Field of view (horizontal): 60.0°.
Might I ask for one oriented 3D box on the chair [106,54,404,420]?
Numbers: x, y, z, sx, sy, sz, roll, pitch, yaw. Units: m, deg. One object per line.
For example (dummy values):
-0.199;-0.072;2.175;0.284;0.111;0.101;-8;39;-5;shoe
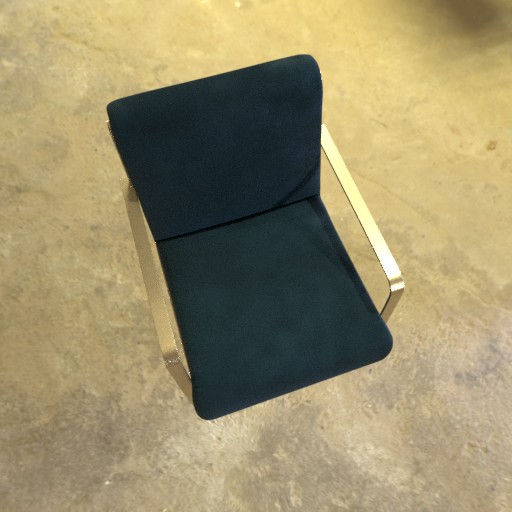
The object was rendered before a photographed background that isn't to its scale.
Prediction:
0.000;0.000;1.447;0.692;0.831;0.859;-17;67;-8;chair
